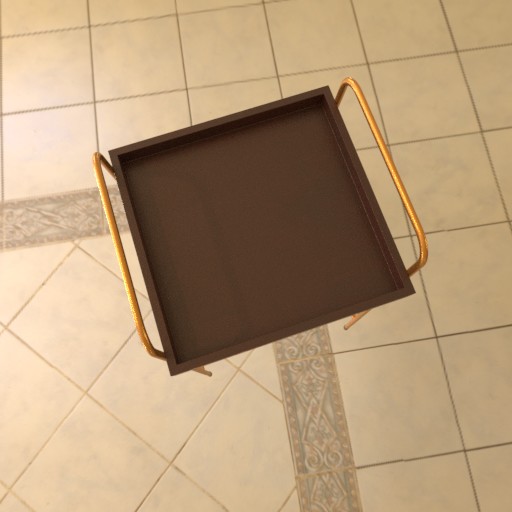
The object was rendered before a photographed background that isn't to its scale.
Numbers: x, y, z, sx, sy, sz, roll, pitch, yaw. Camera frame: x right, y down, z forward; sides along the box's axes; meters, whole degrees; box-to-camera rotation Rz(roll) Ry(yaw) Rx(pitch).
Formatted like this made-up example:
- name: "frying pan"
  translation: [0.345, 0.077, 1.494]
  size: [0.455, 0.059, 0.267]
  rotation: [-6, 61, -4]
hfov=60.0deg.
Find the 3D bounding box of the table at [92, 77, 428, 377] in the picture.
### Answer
- name: "table"
  translation: [0.000, 0.000, 0.987]
  size: [0.430, 0.710, 0.430]
  rotation: [-18, 77, -4]
